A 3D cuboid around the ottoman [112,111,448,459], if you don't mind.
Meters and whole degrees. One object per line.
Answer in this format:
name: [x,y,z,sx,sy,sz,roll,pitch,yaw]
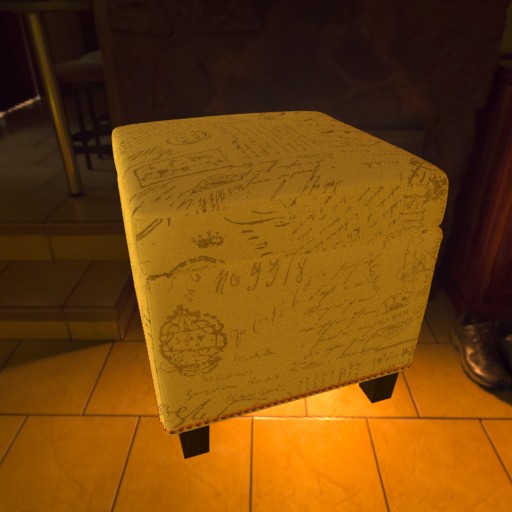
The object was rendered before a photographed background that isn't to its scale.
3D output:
ottoman: [0.000,0.000,0.832,0.449,0.457,0.450,-10,31,-17]
